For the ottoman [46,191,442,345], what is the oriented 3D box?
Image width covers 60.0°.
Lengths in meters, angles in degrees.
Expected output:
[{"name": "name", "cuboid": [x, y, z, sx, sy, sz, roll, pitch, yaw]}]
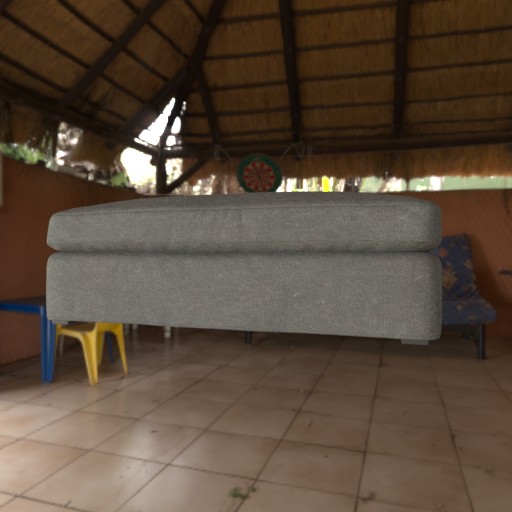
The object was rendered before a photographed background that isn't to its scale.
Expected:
[{"name": "ottoman", "cuboid": [0.000, 0.000, 1.624, 1.199, 0.429, 0.840, 0, 1, 17]}]
